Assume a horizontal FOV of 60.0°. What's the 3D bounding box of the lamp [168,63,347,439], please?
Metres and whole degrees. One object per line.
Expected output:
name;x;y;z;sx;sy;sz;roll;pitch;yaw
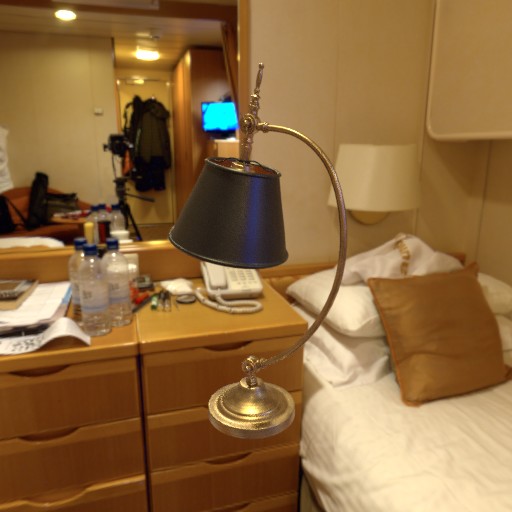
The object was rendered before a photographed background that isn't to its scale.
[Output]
lamp;0.000;0.000;0.837;0.344;0.675;0.235;7;15;26
